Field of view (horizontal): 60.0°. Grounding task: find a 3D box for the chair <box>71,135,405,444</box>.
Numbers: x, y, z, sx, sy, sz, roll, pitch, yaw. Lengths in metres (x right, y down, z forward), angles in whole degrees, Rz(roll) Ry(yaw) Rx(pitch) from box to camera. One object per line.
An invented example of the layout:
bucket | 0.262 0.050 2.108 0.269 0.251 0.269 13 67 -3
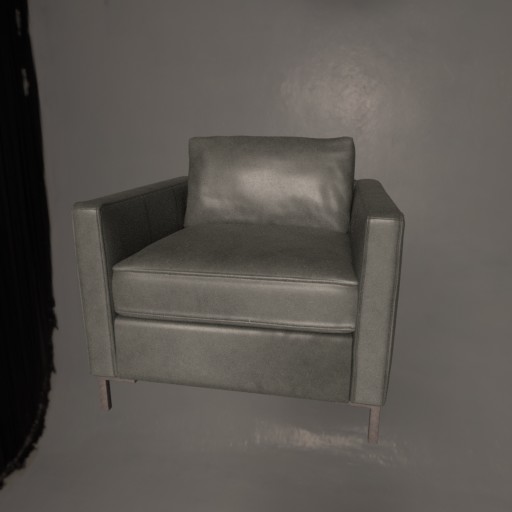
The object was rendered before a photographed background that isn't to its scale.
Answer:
chair | 0.000 0.000 1.505 0.967 0.824 0.861 3 16 10
